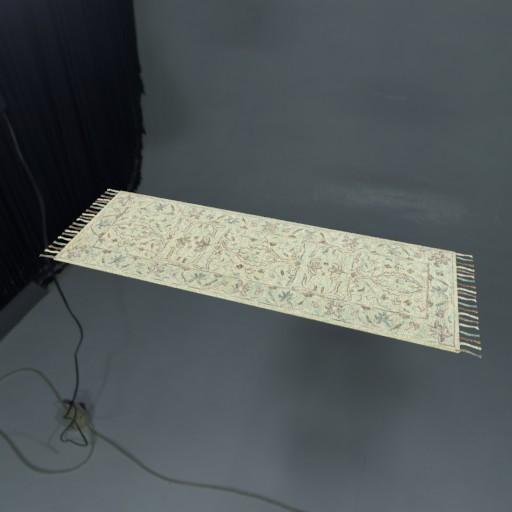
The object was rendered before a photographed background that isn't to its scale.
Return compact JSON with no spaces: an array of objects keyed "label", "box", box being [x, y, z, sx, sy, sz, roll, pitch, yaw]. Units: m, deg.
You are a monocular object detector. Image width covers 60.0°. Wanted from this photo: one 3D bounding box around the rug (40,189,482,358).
[{"label":"rug","box":[0.000,0.000,2.611,2.440,0.013,0.769,12,42,13]}]
